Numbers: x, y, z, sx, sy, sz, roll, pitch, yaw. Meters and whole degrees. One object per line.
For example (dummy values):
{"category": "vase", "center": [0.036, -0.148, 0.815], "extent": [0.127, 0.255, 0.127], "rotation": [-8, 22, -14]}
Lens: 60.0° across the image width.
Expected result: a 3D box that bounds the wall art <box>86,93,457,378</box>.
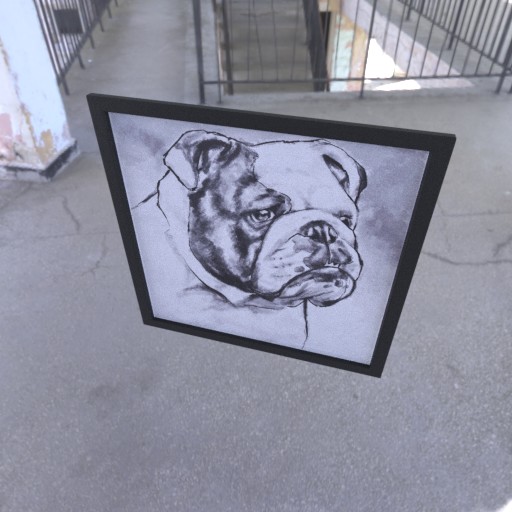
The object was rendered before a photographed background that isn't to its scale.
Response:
{"category": "wall art", "center": [0.000, 0.000, 0.988], "extent": [0.663, 0.659, 0.016], "rotation": [10, 42, 12]}
